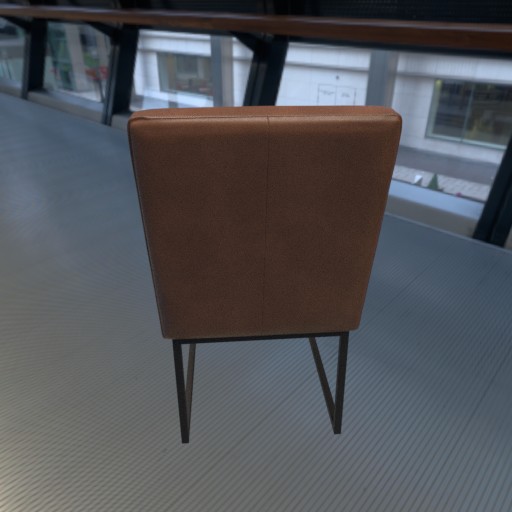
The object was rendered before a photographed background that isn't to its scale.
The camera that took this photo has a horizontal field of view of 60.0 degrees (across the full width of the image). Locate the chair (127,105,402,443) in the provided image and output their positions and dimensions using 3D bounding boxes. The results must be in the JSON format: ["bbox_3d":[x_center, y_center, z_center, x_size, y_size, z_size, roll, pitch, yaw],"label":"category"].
[{"bbox_3d":[0.000,0.000,1.281,0.520,0.930,0.634,-2,29,-4],"label":"chair"}]
